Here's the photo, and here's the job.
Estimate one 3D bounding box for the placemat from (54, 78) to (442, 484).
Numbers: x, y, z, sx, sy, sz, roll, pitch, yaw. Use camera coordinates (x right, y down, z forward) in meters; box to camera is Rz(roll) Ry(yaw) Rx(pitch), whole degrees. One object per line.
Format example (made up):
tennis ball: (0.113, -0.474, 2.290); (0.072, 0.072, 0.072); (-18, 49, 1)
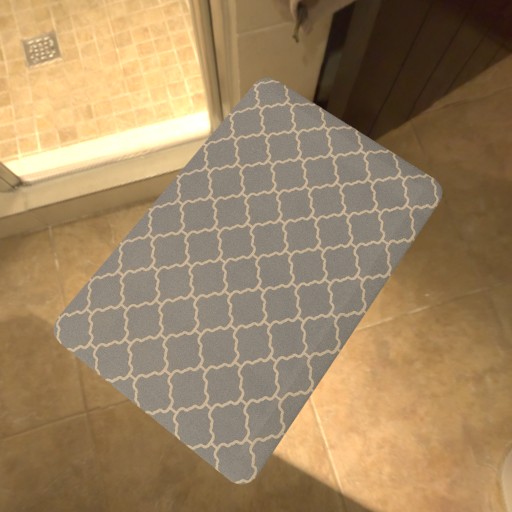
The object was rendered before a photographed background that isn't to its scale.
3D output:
placemat: (0.000, 0.000, 0.940); (0.508, 0.021, 0.762); (35, 78, 9)
